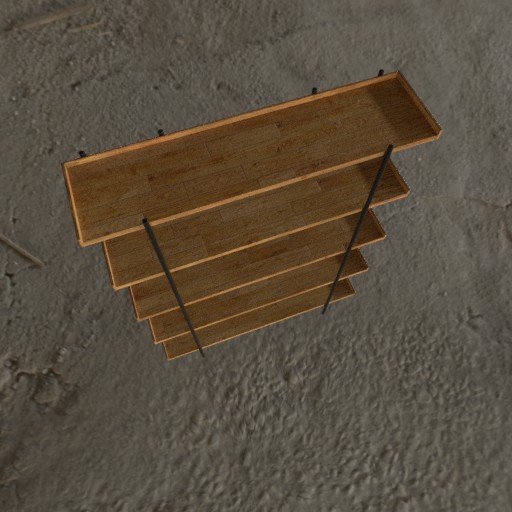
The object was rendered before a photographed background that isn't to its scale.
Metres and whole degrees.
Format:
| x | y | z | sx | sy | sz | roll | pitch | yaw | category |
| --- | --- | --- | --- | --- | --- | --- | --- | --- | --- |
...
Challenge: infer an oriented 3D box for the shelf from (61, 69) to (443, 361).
| x | y | z | sx | sy | sz | roll | pitch | yaw | category |
| --- | --- | --- | --- | --- | --- | --- | --- | --- | --- |
| 0.000 | 0.000 | 2.433 | 1.371 | 1.826 | 0.379 | -18 | 65 | -9 | shelf |
